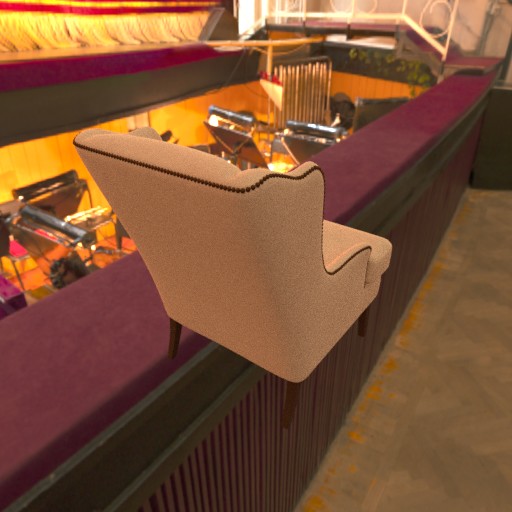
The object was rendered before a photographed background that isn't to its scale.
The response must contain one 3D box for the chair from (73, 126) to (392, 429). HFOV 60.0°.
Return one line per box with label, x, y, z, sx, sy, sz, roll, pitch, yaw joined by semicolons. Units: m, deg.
chair;0.000;0.000;1.673;0.737;1.029;0.940;21;36;32
